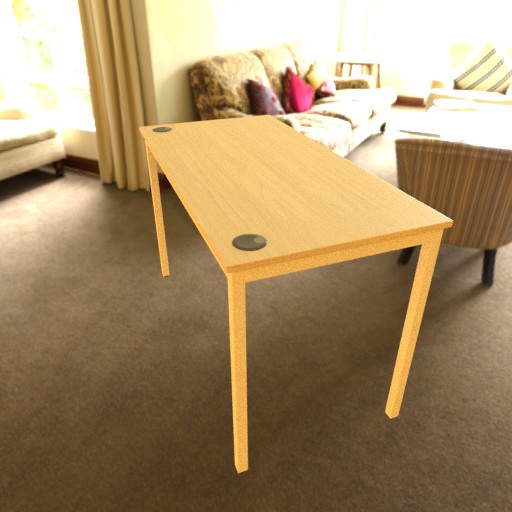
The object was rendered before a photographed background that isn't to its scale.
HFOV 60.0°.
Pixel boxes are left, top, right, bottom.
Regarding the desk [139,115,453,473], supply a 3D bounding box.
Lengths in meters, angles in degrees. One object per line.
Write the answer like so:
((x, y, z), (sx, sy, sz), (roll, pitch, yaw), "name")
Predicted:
((0.000, 0.000, 1.693), (0.600, 0.750, 1.200), (-11, 33, -18), "desk")
